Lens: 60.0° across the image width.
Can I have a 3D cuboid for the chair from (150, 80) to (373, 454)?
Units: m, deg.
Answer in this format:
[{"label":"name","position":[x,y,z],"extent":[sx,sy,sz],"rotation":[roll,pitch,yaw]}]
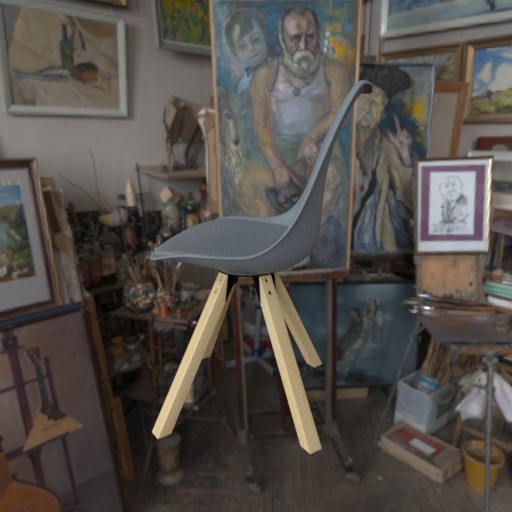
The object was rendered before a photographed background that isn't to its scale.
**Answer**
[{"label":"chair","position":[0.000,0.000,1.187],"extent":[0.549,0.850,0.485],"rotation":[2,15,8]}]
